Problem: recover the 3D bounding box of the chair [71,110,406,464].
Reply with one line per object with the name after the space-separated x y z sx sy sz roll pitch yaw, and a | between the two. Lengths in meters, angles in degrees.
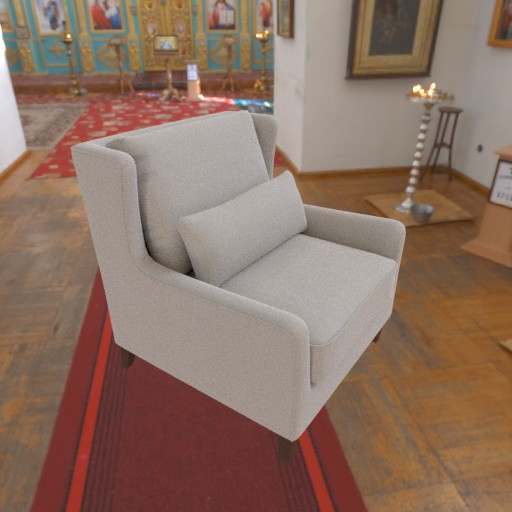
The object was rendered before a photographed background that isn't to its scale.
0.000 0.000 1.906 1.040 1.056 0.982 18 32 31 | chair
